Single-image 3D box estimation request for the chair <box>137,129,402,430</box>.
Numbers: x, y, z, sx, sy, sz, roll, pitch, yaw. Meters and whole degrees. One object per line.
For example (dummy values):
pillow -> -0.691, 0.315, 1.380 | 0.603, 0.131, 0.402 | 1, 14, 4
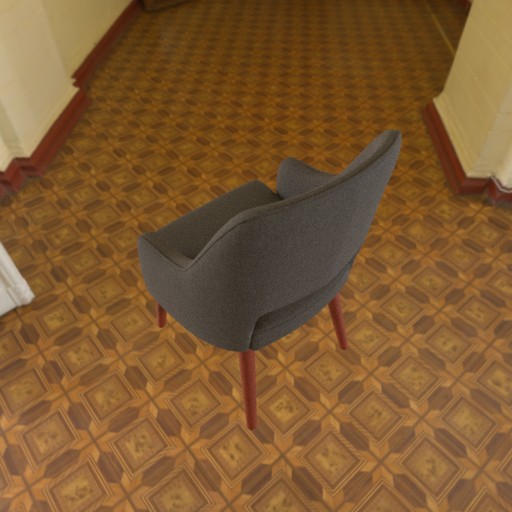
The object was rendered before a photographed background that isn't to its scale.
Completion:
chair -> 0.000, 0.000, 1.229 | 0.559, 0.838, 0.560 | -32, 55, -27
